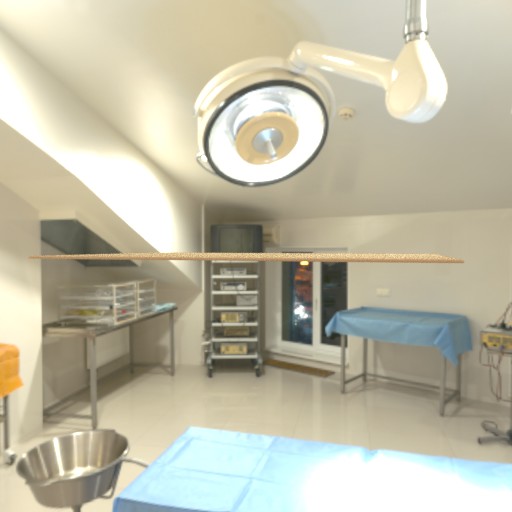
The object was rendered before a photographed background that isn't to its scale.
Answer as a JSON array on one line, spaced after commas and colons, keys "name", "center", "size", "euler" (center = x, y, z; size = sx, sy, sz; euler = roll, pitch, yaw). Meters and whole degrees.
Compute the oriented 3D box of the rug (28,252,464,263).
[{"name": "rug", "center": [0.000, 0.000, 2.086], "size": [1.668, 0.012, 1.061], "euler": [0, 1, 18]}]
